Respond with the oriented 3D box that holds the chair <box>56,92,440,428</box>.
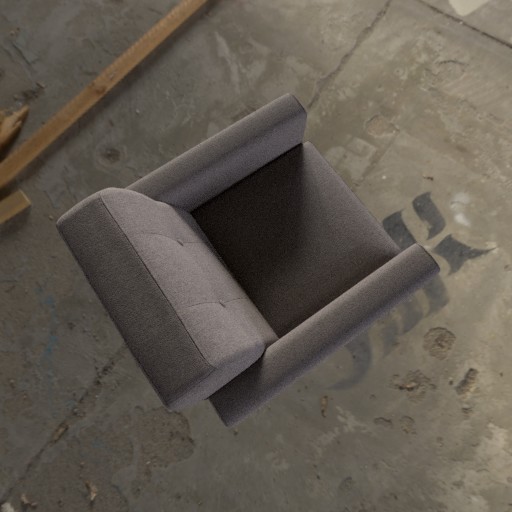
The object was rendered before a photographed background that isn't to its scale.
[{"bbox_3d":[0.000,0.000,1.533,0.907,0.839,0.831,-34,76,-10],"label":"chair"}]
